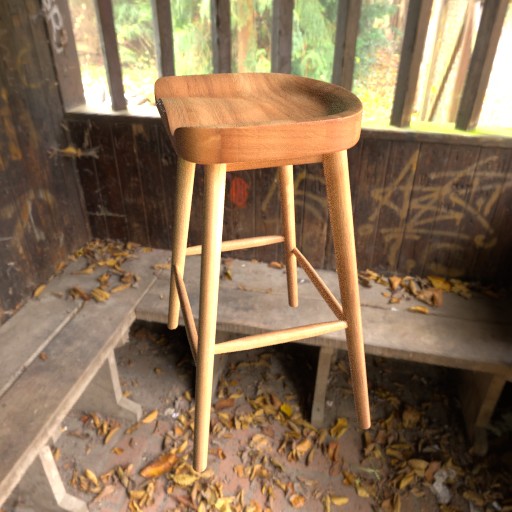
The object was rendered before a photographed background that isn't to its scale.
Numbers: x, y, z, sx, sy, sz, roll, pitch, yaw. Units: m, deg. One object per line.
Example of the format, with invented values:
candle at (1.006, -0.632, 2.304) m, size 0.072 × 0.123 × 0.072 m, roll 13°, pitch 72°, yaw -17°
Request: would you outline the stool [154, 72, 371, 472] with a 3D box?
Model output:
stool at (0.000, 0.000, 0.870) m, size 0.361 × 0.615 × 0.440 m, roll -8°, pitch 32°, yaw -14°
